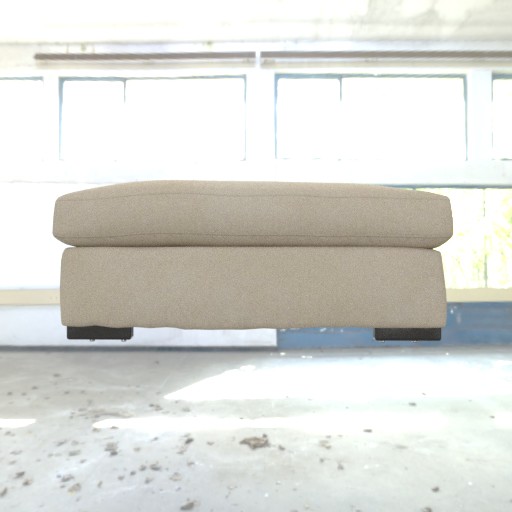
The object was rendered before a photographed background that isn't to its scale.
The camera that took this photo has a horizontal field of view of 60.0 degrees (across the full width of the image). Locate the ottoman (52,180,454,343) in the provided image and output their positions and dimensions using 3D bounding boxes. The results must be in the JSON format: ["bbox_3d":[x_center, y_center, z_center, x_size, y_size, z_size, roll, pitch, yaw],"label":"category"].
[{"bbox_3d":[0.000,0.000,1.871,1.190,0.522,1.205,0,-1,1],"label":"ottoman"}]
